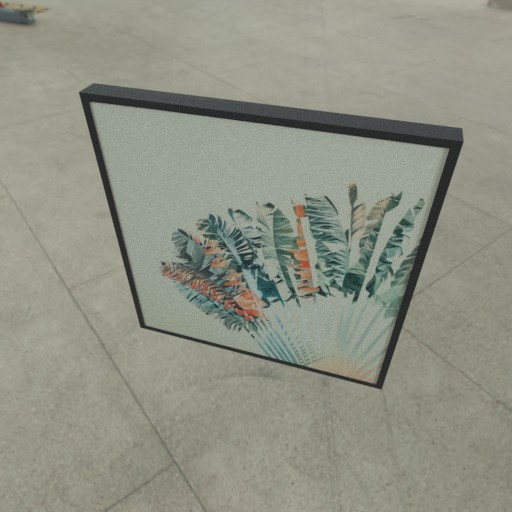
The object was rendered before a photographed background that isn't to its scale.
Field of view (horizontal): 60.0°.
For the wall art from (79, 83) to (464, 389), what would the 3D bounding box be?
[{"bbox_3d":[0.000,0.000,0.743,0.509,0.507,0.037,12,42,13],"label":"wall art"}]
